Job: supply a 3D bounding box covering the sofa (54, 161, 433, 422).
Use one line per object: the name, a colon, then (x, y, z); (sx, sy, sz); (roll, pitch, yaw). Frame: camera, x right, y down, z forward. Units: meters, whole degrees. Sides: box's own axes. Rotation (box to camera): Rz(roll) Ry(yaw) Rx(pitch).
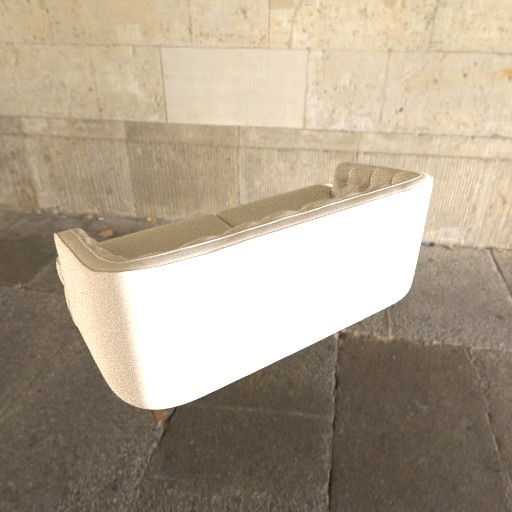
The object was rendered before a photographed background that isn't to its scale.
sofa: (0.000, 0.000, 2.250); (1.733, 0.855, 0.941); (-19, 35, -28)
